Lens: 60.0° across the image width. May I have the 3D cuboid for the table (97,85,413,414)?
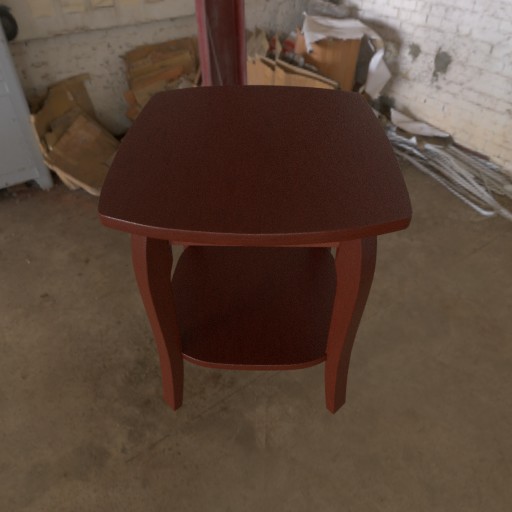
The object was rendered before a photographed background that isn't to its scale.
[{"bbox_3d":[0.000,0.000,0.879,0.433,0.496,0.502,1,40,1],"label":"table"}]
